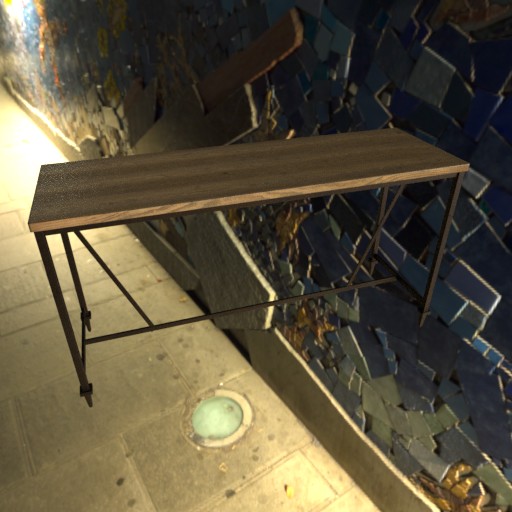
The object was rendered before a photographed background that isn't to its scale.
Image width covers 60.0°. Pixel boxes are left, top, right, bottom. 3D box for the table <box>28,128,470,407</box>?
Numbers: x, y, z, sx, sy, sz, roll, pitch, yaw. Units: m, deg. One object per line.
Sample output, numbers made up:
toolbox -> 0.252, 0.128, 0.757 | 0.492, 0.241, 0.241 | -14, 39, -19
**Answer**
table -> 0.000, 0.000, 2.079 | 1.700, 0.902, 0.551 | -10, 34, -15
